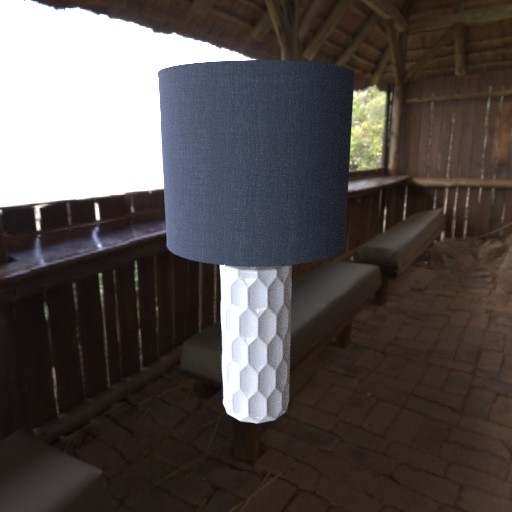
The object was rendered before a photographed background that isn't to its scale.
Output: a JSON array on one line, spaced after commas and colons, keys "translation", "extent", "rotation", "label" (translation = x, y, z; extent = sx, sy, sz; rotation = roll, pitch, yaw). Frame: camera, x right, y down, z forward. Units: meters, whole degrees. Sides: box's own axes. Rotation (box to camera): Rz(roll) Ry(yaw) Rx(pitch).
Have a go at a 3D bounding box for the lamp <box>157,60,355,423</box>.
[{"translation": [0.000, 0.000, 0.705], "extent": [0.277, 0.537, 0.277], "rotation": [3, 16, 12], "label": "lamp"}]
